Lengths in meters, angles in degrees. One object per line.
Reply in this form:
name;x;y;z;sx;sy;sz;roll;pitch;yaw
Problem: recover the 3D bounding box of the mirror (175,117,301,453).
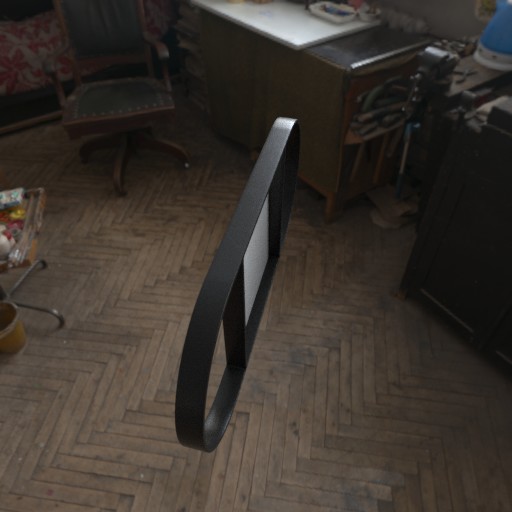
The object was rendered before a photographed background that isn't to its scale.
mirror;0.000;0.000;0.682;0.032;0.254;0.584;10;47;10
